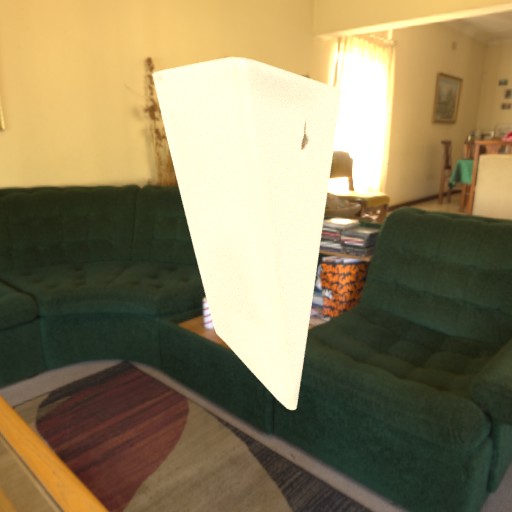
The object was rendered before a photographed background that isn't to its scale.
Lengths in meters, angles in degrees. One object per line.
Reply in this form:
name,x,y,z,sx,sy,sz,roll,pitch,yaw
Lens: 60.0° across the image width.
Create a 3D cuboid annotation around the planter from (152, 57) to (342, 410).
planter,0.000,0.000,0.267,0.060,0.197,0.150,7,17,24
